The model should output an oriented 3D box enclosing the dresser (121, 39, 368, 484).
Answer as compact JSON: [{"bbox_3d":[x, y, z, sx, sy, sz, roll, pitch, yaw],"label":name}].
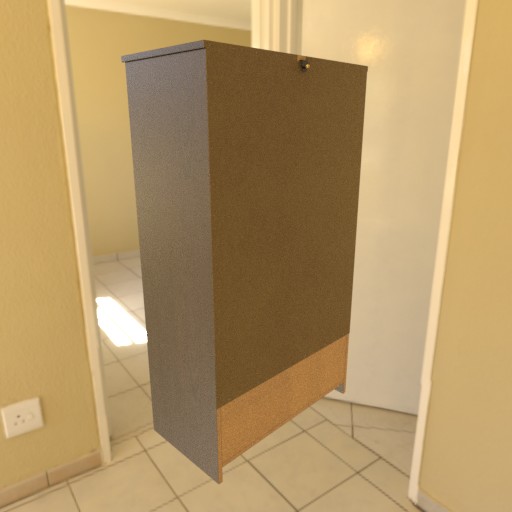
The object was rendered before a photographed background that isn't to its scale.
[{"bbox_3d":[0.000,0.000,1.549,0.418,1.254,0.704,16,23,42],"label":"dresser"}]
